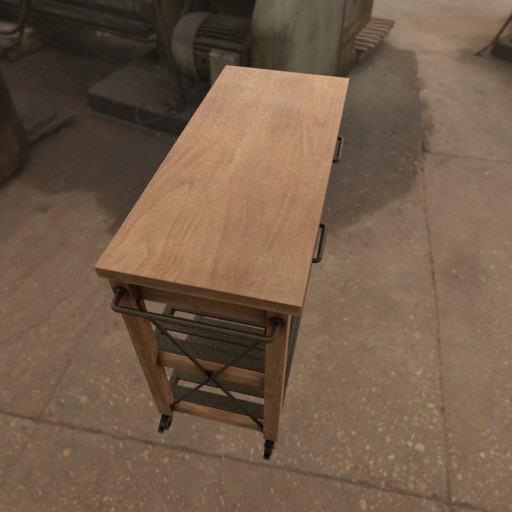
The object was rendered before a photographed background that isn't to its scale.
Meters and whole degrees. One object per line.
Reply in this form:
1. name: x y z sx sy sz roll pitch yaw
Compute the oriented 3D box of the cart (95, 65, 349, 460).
1. cart: 0.000 0.000 0.995 0.298 0.554 0.686 10 48 9
